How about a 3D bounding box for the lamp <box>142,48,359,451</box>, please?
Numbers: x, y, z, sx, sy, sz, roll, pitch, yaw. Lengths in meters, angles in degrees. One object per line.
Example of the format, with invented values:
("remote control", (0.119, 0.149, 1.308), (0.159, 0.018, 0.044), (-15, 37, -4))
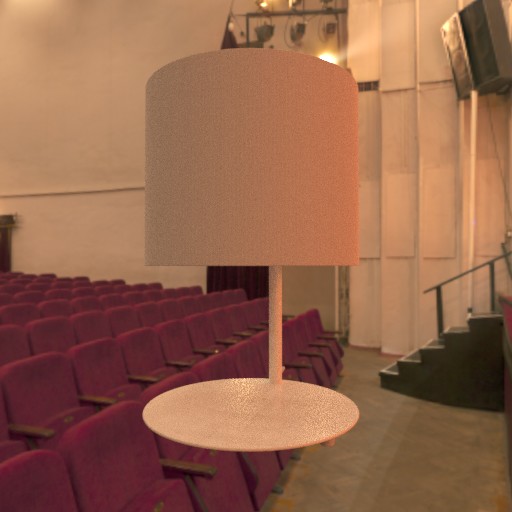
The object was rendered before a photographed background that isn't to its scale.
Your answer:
("lamp", (0.000, 0.000, 0.652), (0.299, 0.454, 0.341), (0, -1, 18))
